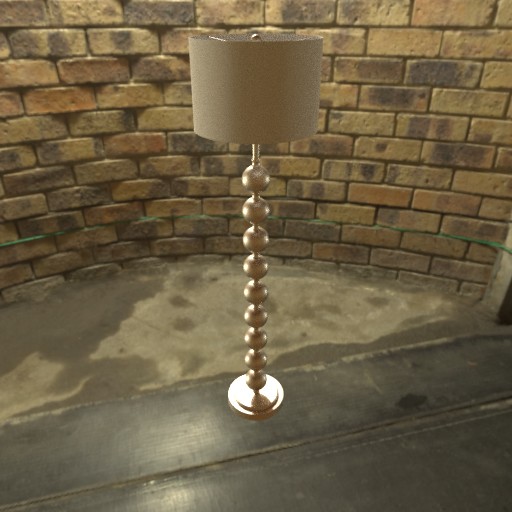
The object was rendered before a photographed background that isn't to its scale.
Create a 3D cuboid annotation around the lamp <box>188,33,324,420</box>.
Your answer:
[{"bbox_3d":[0.000,0.000,1.647,0.394,1.474,0.394,20,35,32],"label":"lamp"}]
